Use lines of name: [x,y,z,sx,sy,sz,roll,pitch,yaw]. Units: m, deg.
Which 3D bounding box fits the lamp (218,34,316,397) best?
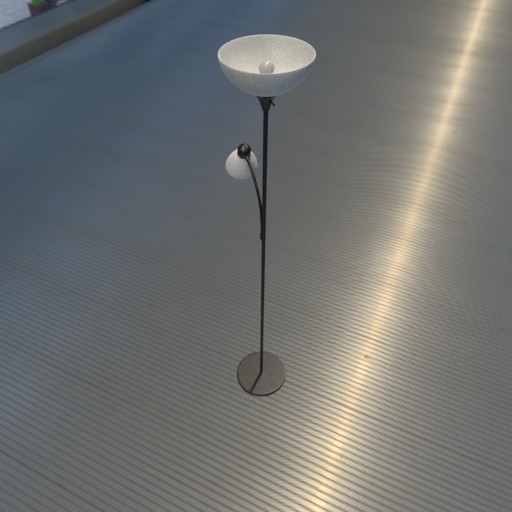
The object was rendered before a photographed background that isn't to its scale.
lamp: [0.000,0.000,1.937,0.279,1.804,0.442,-15,48,-14]
